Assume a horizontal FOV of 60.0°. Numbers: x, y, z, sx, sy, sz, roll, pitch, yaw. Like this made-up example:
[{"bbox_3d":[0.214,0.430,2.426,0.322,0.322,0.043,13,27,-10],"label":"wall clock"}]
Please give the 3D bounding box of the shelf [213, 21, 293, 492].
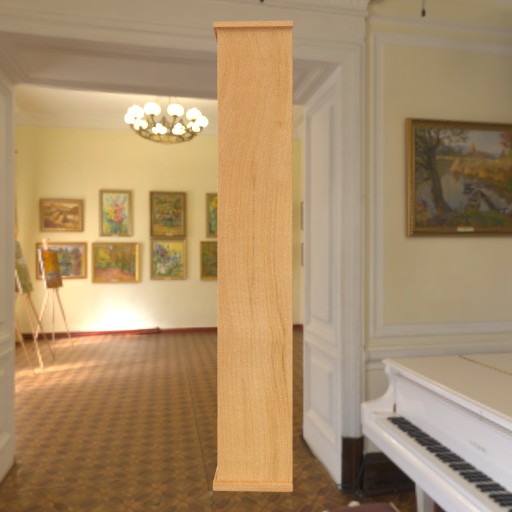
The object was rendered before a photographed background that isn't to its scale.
[{"bbox_3d":[0.000,0.000,1.227,0.175,1.030,0.520,0,0,2],"label":"shelf"}]
